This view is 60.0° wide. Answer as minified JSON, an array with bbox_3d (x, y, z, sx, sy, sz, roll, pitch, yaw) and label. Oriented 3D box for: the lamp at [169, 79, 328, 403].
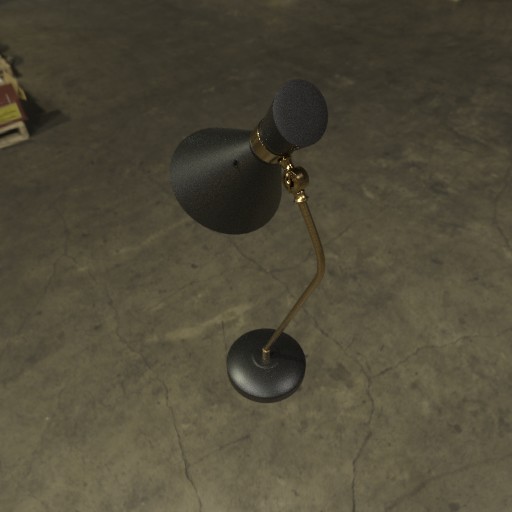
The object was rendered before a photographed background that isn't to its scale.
[{"bbox_3d":[0.000,0.000,0.769,0.189,0.647,0.292,-33,53,-28],"label":"lamp"}]
